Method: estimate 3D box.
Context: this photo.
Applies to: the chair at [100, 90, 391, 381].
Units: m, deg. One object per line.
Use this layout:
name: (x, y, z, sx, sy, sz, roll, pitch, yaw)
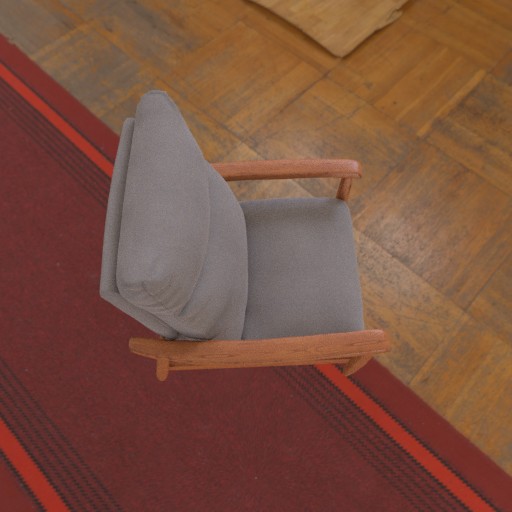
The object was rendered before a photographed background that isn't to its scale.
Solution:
chair: (0.000, 0.000, 1.559, 0.816, 0.922, 0.782, -1, 63, -1)
